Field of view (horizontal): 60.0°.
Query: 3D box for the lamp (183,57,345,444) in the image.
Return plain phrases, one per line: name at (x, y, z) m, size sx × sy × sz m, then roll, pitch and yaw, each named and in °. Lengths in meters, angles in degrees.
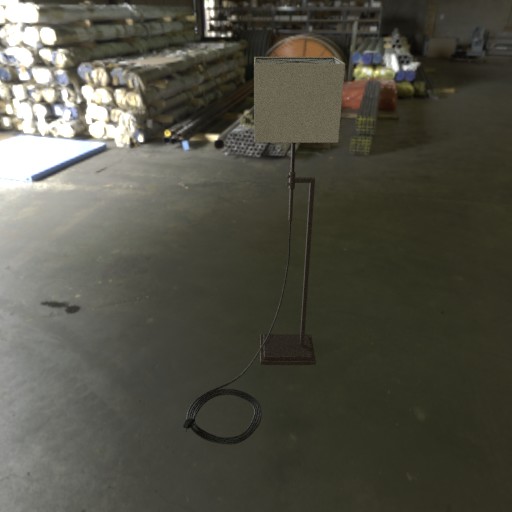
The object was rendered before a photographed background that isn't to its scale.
lamp at (0.000, 0.000, 2.027) m, size 0.698 × 1.600 × 0.774 m, roll 0°, pitch 29°, yaw 0°
